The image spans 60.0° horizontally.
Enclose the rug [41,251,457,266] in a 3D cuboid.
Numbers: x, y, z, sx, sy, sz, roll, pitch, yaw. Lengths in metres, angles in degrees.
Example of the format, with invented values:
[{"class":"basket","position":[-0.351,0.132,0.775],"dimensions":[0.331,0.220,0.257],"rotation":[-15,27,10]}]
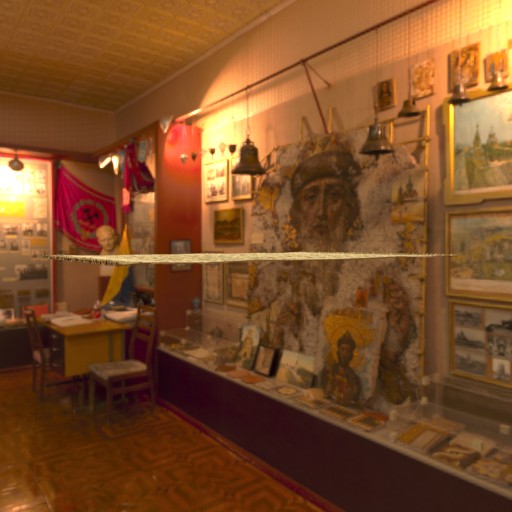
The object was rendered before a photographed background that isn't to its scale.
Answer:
[{"class":"rug","position":[0.000,0.000,3.026],"dimensions":[2.431,0.025,1.530],"rotation":[-1,2,-36]}]
